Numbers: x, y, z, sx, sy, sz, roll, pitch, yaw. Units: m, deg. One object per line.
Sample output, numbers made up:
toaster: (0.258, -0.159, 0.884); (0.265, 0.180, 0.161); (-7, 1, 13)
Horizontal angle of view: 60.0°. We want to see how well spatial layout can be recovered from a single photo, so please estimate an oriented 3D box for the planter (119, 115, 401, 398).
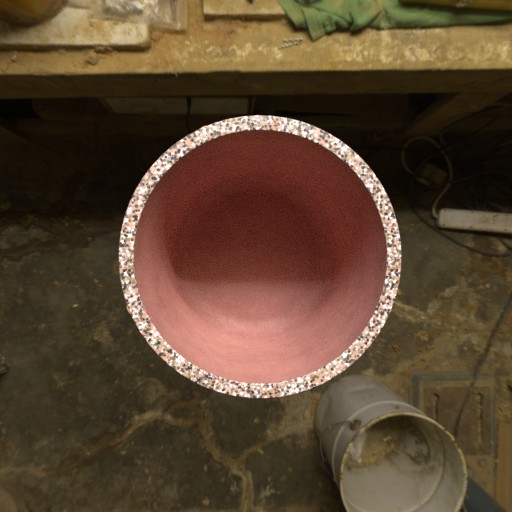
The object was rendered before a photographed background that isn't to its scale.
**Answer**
planter: (0.000, 0.000, 0.683); (0.360, 0.419, 0.360); (0, 90, -2)
